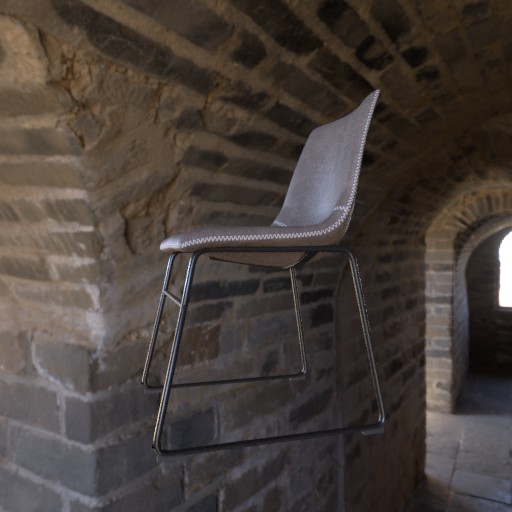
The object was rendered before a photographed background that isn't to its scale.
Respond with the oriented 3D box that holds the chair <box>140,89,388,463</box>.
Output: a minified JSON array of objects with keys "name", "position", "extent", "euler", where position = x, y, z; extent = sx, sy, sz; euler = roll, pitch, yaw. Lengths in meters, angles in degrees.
[{"name":"chair","position":[0.000,0.000,1.124],"extent":[0.550,0.780,0.460],"euler":[0,0,-17]}]
